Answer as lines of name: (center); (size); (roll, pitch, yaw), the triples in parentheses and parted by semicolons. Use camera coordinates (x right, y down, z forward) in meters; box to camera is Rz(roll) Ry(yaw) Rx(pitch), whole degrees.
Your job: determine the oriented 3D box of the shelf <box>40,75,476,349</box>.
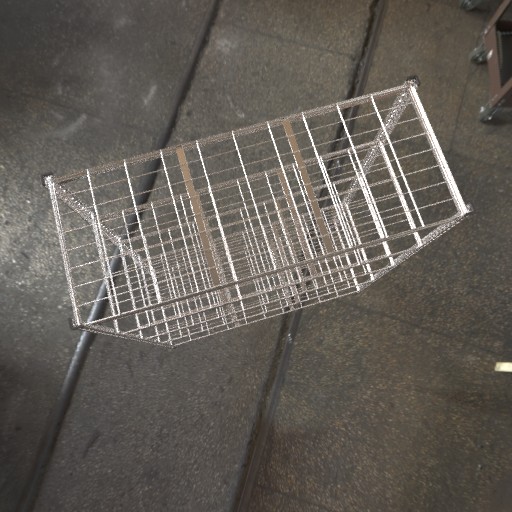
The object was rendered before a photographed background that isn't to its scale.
shelf: (0.000, 0.000, 2.615); (1.524, 1.981, 0.610); (-16, 77, -4)
